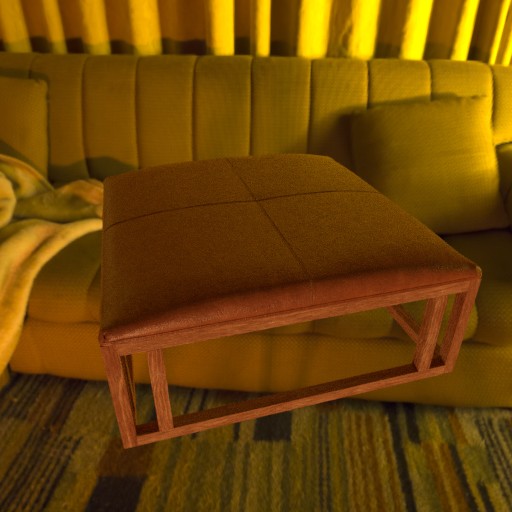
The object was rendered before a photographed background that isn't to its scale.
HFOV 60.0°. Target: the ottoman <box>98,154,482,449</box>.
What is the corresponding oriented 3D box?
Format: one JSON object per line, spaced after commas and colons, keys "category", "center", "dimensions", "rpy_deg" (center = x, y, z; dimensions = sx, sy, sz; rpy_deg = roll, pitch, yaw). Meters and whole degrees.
{"category": "ottoman", "center": [0.000, 0.000, 1.586], "dimensions": [1.013, 0.442, 1.016], "rpy_deg": [-8, 32, -14]}
